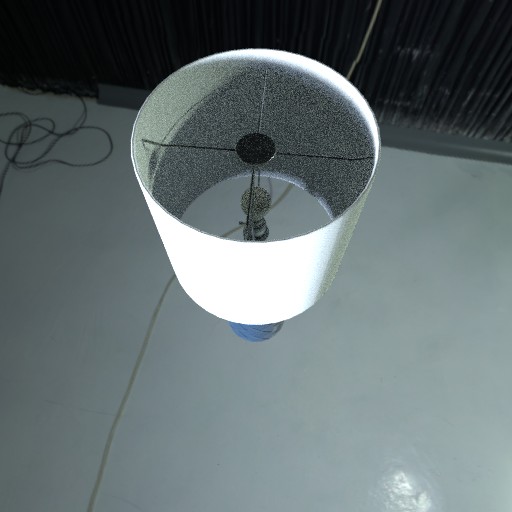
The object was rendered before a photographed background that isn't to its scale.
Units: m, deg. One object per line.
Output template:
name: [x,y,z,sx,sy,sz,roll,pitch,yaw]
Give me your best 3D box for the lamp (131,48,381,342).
lamp: [0.000,0.000,0.575,0.207,0.461,0.207,5,64,2]
